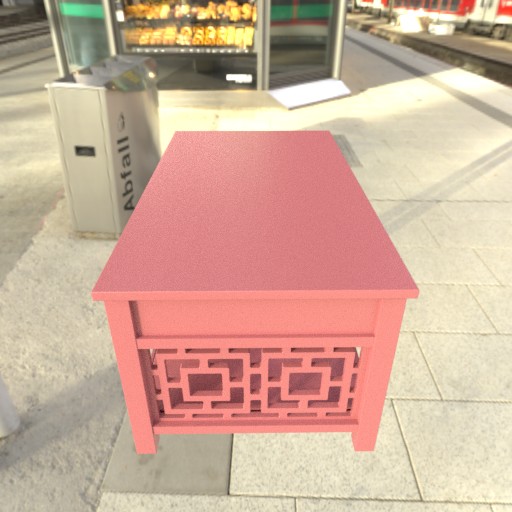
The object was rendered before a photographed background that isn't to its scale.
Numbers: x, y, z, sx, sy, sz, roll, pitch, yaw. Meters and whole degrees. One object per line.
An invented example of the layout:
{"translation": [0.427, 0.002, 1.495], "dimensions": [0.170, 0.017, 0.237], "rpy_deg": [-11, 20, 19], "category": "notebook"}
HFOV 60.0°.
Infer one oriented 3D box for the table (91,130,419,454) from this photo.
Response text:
{"translation": [0.000, 0.000, 1.391], "dimensions": [0.612, 0.493, 1.068], "rpy_deg": [0, 31, -1], "category": "table"}
